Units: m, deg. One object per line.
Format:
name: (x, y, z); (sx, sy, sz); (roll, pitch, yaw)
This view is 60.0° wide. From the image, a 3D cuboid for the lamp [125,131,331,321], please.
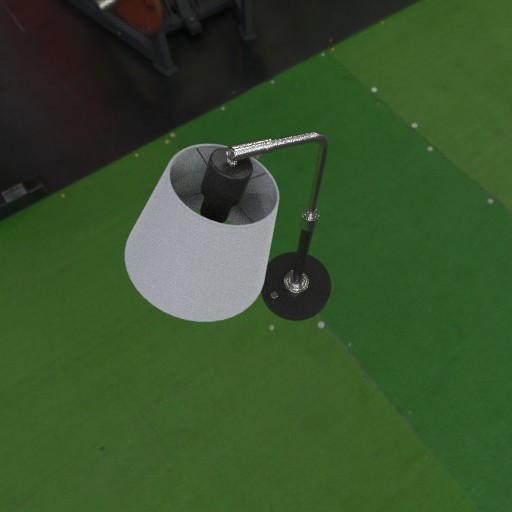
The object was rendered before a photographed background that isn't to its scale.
lamp: (0.000, 0.000, 0.676); (0.348, 0.539, 0.181); (-31, 68, -14)
